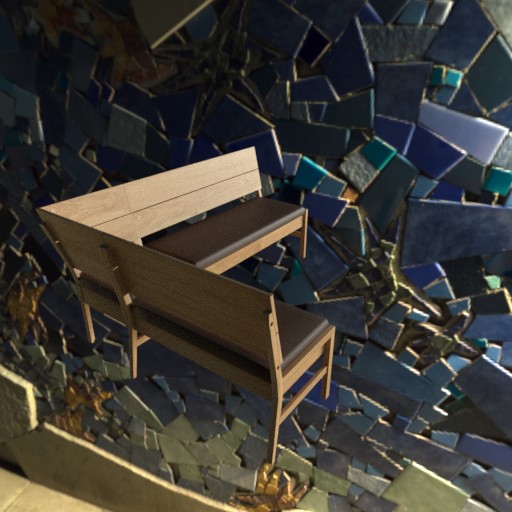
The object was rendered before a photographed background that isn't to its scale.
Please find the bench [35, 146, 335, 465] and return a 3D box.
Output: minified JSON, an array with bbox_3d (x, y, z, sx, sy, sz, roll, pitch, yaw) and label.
[{"bbox_3d":[0.000,0.000,2.875,1.549,0.890,1.975,17,31,32],"label":"bench"}]
